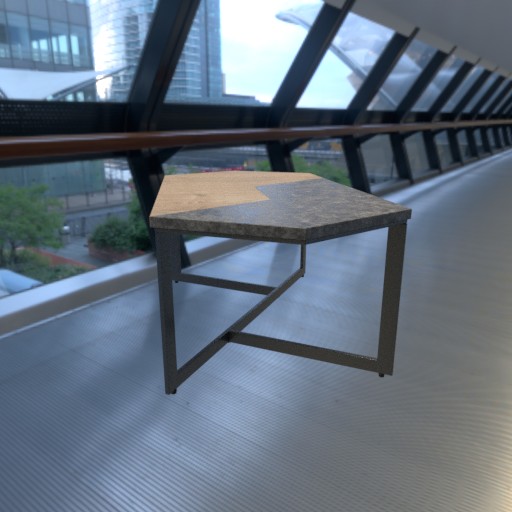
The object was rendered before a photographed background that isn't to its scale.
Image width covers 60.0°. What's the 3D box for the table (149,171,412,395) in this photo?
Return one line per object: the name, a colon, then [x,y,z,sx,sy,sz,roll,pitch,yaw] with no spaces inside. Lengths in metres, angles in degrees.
table: [0.000,0.000,1.489,0.609,0.457,1.219,-3,16,-9]
